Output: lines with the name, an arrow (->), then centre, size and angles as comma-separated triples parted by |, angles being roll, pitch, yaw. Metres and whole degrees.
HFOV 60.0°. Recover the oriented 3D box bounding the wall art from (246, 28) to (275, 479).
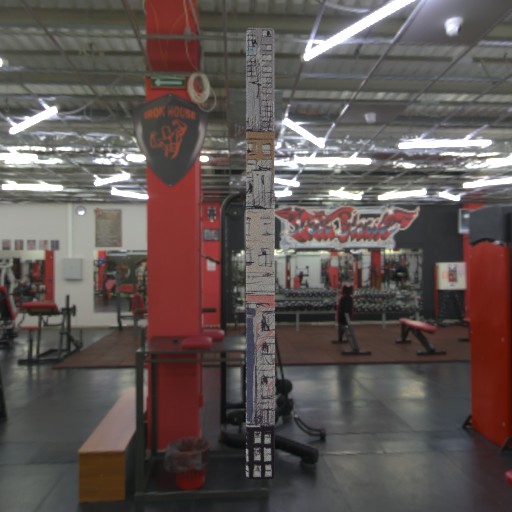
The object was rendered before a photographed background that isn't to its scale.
wall art -> 0.000, 0.000, 1.124 | 0.048, 0.762, 0.761 | 0, -1, -1
